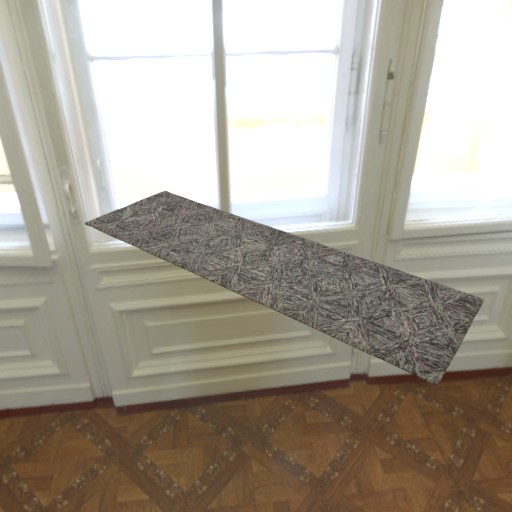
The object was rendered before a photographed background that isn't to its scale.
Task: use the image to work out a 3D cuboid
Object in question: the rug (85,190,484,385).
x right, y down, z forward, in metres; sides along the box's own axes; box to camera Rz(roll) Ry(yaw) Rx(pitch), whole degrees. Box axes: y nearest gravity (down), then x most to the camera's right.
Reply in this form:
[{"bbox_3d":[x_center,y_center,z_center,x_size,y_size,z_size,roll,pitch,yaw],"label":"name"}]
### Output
[{"bbox_3d":[0.000,0.000,2.543,2.305,0.013,0.719,21,37,32],"label":"rug"}]
